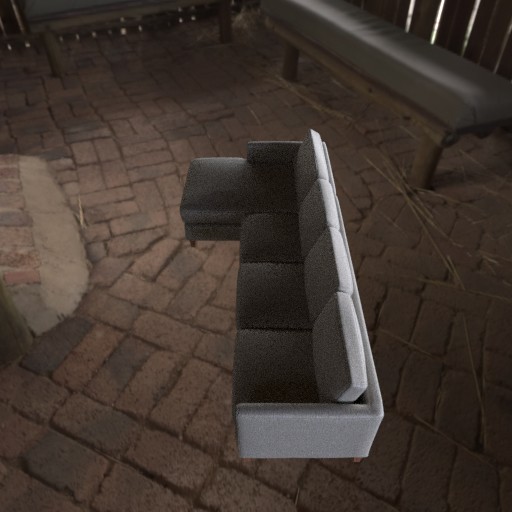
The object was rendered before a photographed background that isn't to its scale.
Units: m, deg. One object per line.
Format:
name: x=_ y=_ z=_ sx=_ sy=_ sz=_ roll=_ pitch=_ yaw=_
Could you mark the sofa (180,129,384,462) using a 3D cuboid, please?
sofa: x=0.000 y=0.000 z=3.815 sx=1.502 sy=0.876 sz=3.201 roll=0 pitch=43 yaw=0
